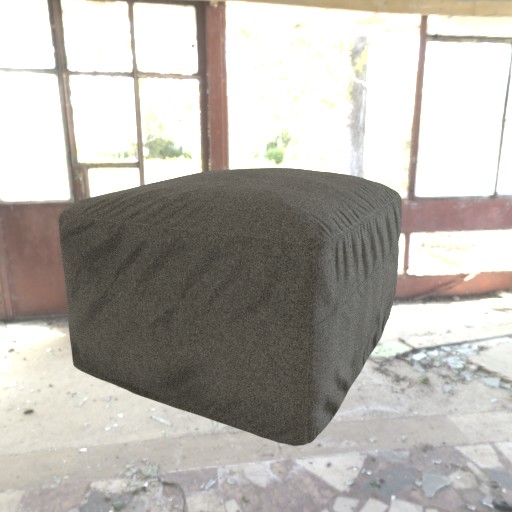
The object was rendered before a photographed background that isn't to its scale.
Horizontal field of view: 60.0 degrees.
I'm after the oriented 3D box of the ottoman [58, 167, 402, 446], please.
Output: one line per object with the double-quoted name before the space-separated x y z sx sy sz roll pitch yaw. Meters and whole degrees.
"ottoman" 0.000 0.000 1.249 0.683 0.481 0.837 7 16 27
